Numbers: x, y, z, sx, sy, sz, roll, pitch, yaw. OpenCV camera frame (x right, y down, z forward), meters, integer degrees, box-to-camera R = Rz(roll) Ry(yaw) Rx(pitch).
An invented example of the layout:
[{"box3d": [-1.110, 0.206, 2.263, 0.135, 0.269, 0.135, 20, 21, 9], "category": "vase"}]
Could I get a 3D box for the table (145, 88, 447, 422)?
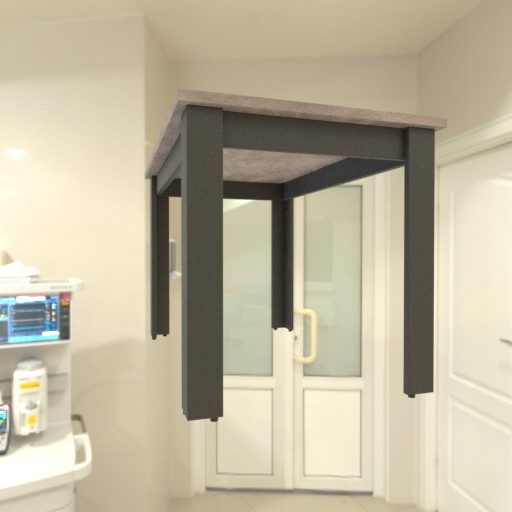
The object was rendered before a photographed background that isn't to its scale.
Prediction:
[{"box3d": [0.000, 0.000, 1.580, 0.700, 0.734, 1.100, 0, 1, -18], "category": "table"}]
